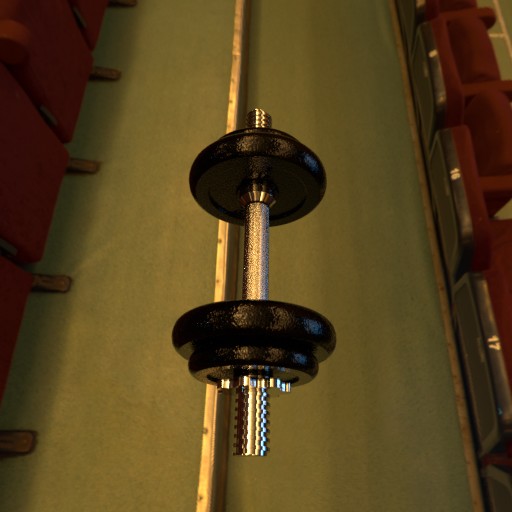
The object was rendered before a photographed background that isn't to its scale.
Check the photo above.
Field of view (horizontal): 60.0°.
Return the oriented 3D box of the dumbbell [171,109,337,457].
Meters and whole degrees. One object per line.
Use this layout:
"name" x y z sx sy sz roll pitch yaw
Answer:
"dumbbell" 0.000 0.000 0.602 0.202 0.202 0.497 1 63 1
